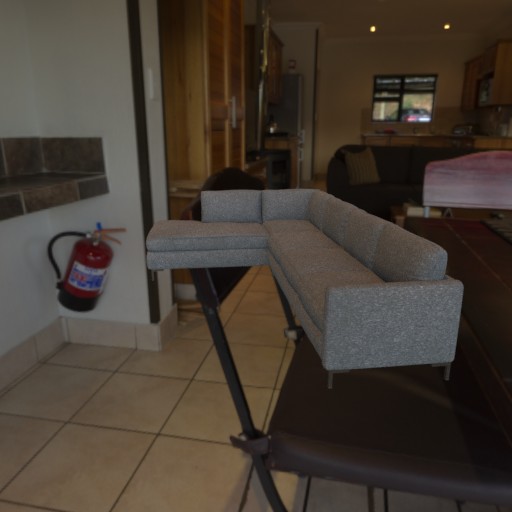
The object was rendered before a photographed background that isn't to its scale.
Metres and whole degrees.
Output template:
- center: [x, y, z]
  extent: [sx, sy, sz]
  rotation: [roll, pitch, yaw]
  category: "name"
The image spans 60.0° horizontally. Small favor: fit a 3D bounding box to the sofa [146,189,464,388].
- center: [0.000, 0.000, 3.803]
  extent: [2.007, 0.815, 2.949]
  rotation: [-2, 16, -7]
  category: "sofa"
